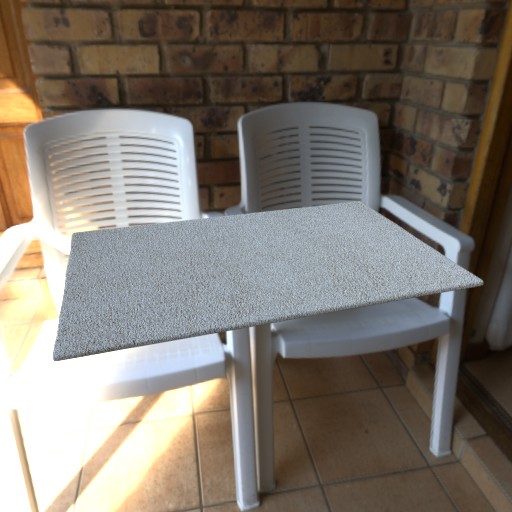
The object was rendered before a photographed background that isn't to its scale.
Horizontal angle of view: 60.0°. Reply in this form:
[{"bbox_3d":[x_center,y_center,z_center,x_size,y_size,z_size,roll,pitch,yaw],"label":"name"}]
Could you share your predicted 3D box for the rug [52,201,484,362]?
[{"bbox_3d":[0.000,0.000,3.015,2.438,0.030,1.524,-8,28,-15],"label":"rug"}]
